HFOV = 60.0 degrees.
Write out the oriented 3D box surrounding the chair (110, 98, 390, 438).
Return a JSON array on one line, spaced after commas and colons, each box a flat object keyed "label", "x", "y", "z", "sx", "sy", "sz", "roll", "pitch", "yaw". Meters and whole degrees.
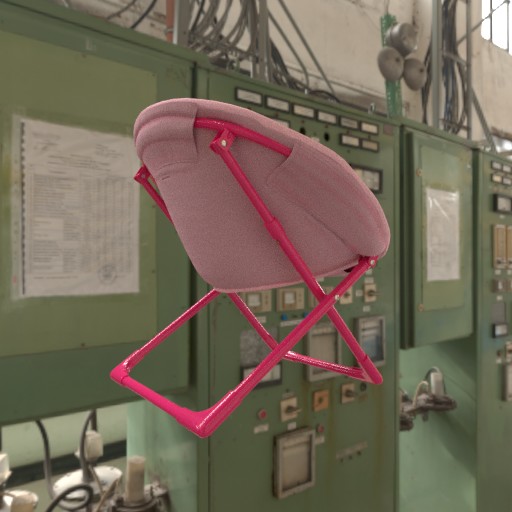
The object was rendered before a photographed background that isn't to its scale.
[{"label": "chair", "x": 0.000, "y": 0.000, "z": 0.869, "sx": 0.459, "sy": 0.494, "sz": 0.522, "roll": 1, "pitch": -1, "yaw": -36}]
